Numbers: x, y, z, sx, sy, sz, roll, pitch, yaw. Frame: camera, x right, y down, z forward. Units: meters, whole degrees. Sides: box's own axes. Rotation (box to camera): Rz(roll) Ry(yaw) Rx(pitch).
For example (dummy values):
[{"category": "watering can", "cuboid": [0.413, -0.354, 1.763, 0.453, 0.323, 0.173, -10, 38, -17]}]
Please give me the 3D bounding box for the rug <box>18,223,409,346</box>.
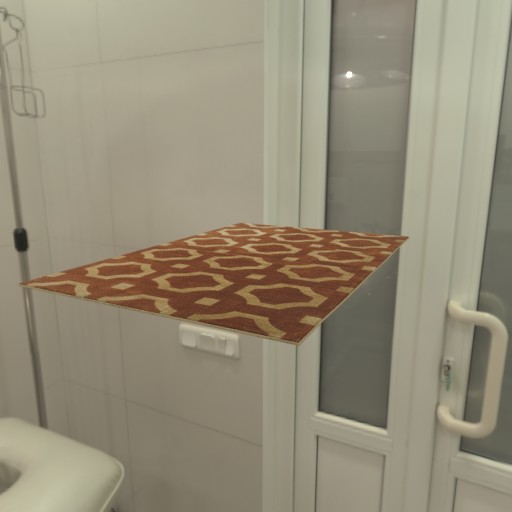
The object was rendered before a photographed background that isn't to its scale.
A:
[{"category": "rug", "cuboid": [0.000, 0.000, 2.899, 1.555, 0.016, 2.286, 7, 15, 27]}]
